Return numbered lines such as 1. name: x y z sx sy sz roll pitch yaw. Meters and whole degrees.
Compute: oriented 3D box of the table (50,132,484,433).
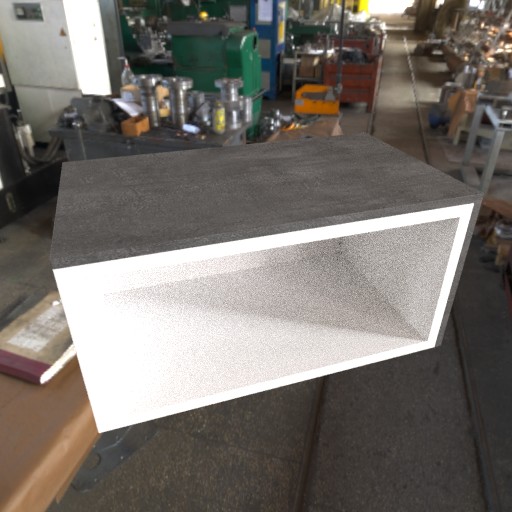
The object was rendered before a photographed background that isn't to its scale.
1. table: 0.000 0.000 0.926 0.700 0.350 0.400 -10 32 -16
